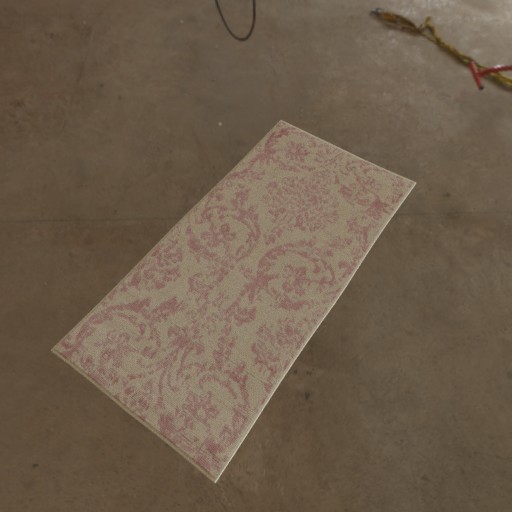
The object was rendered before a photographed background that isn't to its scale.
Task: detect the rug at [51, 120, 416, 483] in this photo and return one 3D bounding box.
[{"bbox_3d":[0.000,0.000,1.465,0.604,0.007,1.219,30,62,18],"label":"rug"}]
